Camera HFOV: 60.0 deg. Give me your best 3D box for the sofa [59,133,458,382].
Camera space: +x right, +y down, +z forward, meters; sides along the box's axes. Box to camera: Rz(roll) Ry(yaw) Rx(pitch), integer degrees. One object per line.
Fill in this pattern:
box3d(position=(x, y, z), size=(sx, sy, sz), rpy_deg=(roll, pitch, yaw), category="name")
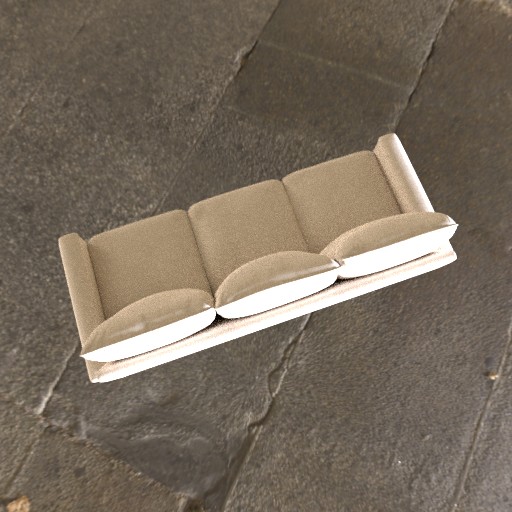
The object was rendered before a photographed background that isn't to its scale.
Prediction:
box3d(position=(0.000, 0.000, 2.423), size=(1.925, 0.961, 0.828), rpy_deg=(-18, 75, -5), category="sofa")
